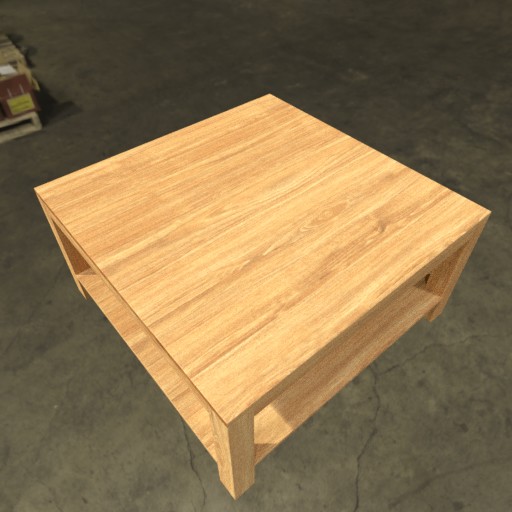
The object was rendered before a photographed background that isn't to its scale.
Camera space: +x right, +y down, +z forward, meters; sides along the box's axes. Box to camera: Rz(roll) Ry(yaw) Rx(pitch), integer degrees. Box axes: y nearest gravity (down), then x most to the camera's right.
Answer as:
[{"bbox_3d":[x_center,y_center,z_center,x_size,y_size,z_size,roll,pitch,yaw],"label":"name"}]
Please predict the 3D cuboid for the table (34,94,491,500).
[{"bbox_3d":[0.000,0.000,1.390,0.900,0.450,0.900,-31,54,-27],"label":"table"}]
